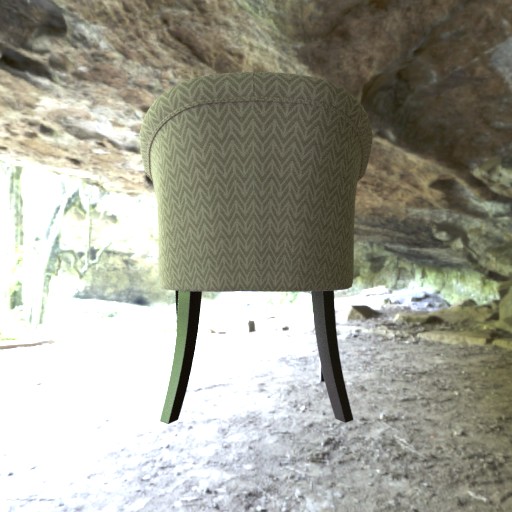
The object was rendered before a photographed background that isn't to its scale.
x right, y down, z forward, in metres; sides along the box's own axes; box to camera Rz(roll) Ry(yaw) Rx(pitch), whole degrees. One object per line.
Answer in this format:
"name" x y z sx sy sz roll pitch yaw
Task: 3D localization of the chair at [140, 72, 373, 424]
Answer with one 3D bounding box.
"chair" 0.000 0.000 1.303 0.686 0.858 0.613 0 -1 -1
